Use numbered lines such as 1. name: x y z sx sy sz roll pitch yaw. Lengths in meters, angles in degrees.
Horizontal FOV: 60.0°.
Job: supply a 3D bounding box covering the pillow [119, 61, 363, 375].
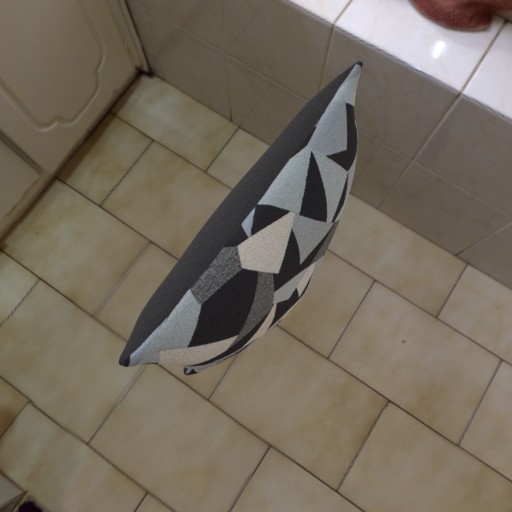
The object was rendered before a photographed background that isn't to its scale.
1. pillow: 0.000 0.000 0.768 0.208 0.496 0.503 35 78 9
